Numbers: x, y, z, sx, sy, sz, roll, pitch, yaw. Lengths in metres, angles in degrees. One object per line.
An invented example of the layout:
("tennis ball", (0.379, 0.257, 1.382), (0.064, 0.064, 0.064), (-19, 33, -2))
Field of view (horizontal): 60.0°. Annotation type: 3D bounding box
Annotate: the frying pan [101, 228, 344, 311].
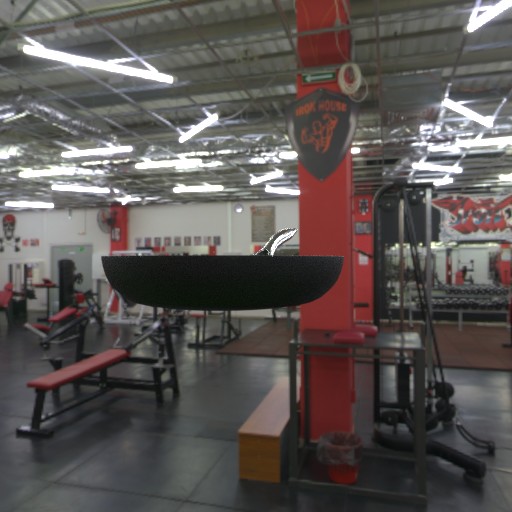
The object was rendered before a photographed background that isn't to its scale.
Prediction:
("frying pan", (0.000, 0.000, 0.587), (0.255, 0.105, 0.472), (0, 0, 18))
